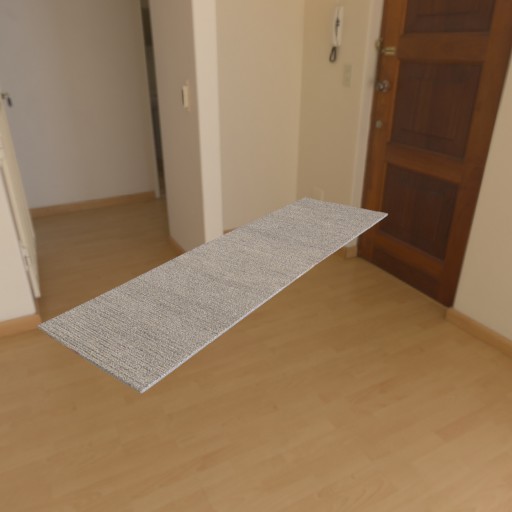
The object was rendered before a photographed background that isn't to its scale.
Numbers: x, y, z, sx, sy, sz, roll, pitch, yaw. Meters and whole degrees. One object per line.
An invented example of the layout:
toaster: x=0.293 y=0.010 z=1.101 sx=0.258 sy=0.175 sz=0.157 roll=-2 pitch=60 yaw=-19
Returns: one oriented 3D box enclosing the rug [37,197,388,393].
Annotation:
rug: x=0.000 y=0.000 z=2.603 sx=0.692 sy=0.032 sz=2.320 roll=18 pitch=31 yaw=33
